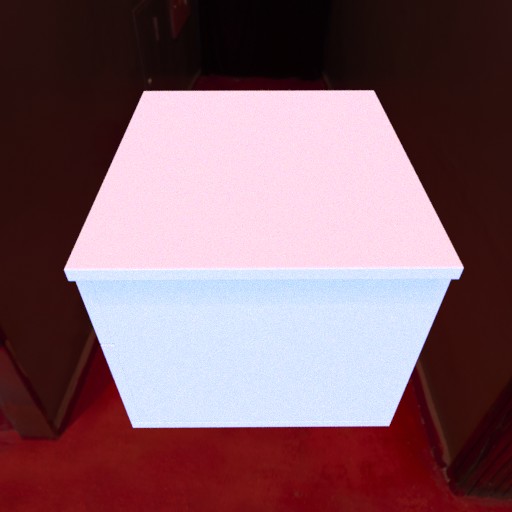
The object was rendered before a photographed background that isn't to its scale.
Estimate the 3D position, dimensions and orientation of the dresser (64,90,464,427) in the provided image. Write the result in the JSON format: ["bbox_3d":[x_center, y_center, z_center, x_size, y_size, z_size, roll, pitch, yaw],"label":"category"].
[{"bbox_3d":[0.000,0.000,0.707,0.400,0.360,0.430,0,42,0],"label":"dresser"}]
